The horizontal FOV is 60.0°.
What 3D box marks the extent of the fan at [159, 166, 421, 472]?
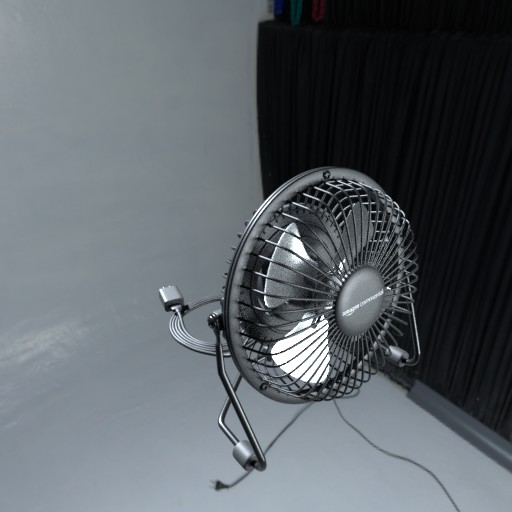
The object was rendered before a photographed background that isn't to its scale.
[{"bbox_3d":[0.000,0.000,0.304,0.153,0.152,0.202,-21,36,-32],"label":"fan"}]
